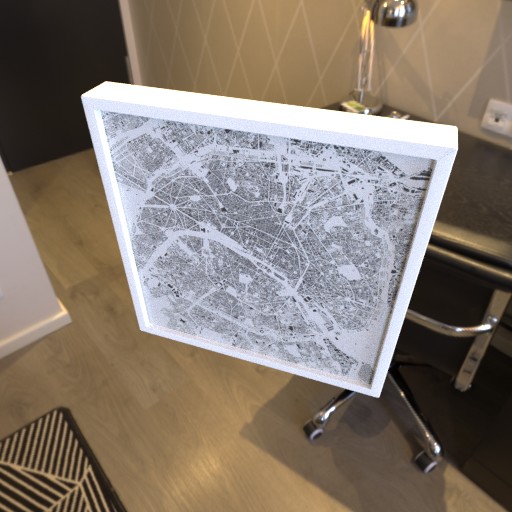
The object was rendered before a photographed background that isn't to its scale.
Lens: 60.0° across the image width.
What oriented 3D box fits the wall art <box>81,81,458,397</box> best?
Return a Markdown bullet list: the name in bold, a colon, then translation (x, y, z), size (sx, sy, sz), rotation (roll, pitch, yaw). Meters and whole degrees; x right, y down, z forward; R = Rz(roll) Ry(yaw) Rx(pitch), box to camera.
- **wall art**: translation (0.000, 0.000, 0.451), size (0.305, 0.305, 0.038), rotation (12, 41, 14)
